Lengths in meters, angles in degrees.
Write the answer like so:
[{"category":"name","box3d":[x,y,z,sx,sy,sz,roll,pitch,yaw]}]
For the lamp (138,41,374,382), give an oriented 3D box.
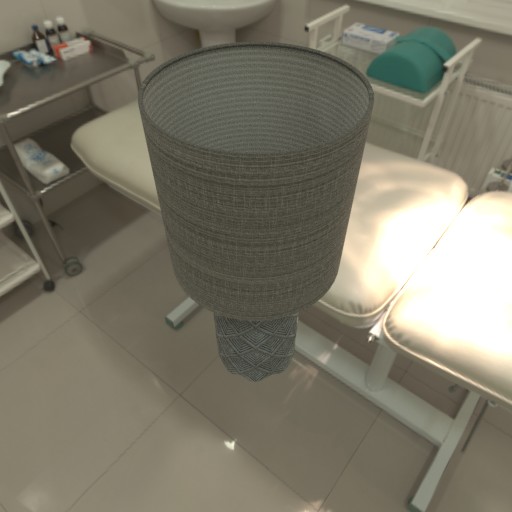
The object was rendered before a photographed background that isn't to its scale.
[{"category":"lamp","box3d":[0.000,0.000,0.717,0.268,0.566,0.269,30,54,25]}]
